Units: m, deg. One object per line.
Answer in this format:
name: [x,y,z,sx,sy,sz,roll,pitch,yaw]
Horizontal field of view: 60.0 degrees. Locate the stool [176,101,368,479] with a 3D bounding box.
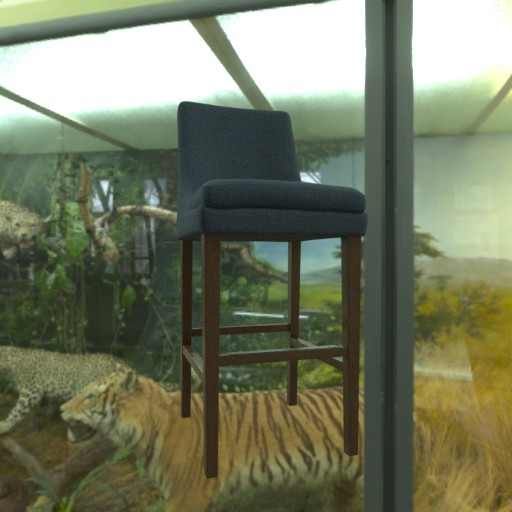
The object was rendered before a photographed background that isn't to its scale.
stool: [0.000,0.000,1.378,0.470,1.078,0.577,0,0,-18]
